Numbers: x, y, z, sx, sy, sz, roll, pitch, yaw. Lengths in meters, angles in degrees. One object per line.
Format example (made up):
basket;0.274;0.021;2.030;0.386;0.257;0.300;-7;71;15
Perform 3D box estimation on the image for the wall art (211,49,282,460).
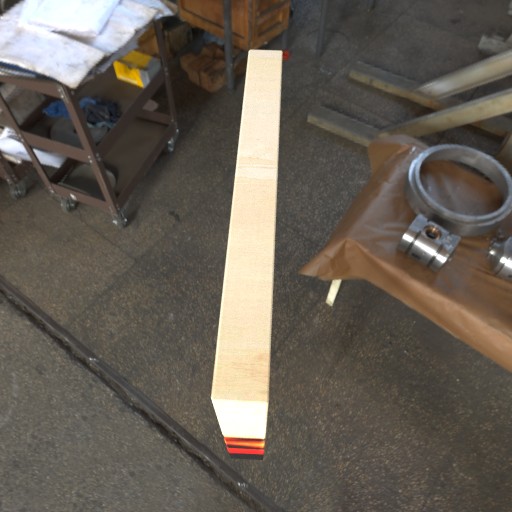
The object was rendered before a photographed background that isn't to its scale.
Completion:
wall art;0.000;0.000;0.495;0.037;0.251;0.383;3;58;2
